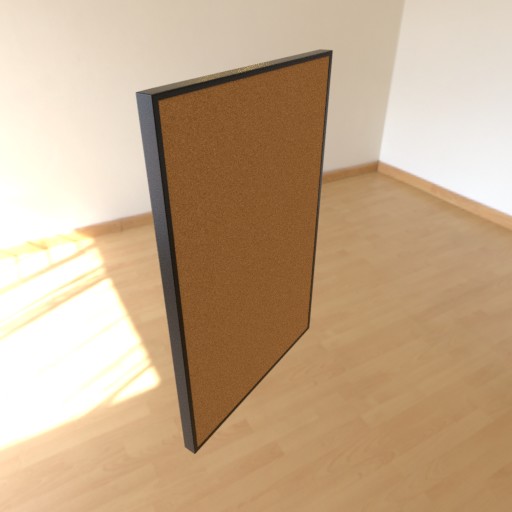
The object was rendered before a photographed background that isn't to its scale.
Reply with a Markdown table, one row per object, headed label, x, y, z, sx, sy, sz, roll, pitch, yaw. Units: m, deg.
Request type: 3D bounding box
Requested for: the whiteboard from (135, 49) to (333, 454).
| label | x | y | z | sx | sy | sz | roll | pitch | yaw |
| --- | --- | --- | --- | --- | --- | --- | --- | --- | --- |
| whiteboard | 0.000 | 0.000 | 0.765 | 0.026 | 0.611 | 0.406 | 21 | 38 | 29 |
